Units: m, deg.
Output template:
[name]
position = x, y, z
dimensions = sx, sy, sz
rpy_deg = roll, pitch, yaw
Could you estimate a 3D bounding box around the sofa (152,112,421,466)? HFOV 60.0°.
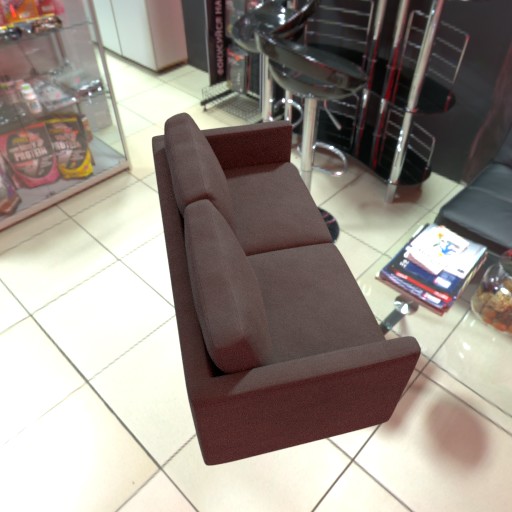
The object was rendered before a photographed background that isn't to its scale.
[sofa]
position = 0.000, 0.000, 2.471
dimensions = 0.950, 0.963, 1.884
rpy_deg = -10, 47, -9
